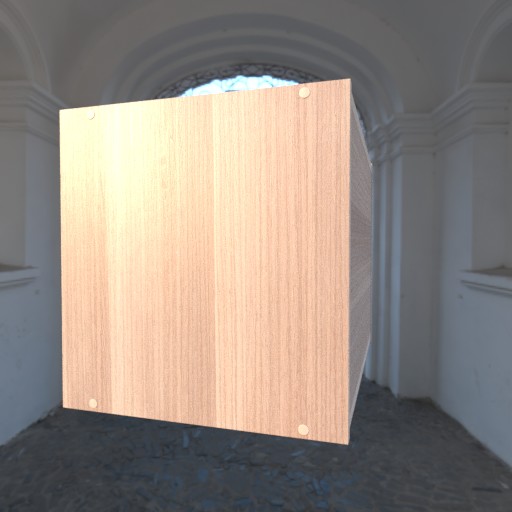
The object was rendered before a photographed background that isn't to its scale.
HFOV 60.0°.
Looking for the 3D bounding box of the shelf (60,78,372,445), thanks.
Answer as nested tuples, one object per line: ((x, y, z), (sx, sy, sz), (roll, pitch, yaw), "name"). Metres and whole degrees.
((0.000, 0.000, 0.609), (0.290, 0.305, 0.415), (0, 2, 17), "shelf")
